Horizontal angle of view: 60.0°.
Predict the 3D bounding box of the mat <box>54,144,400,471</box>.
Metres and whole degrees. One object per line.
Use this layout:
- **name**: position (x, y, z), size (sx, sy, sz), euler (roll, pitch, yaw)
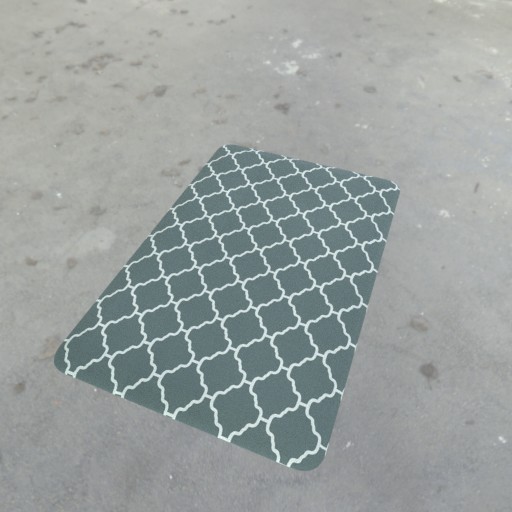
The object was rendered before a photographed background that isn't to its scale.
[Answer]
- **mat**: position (0.000, 0.000, 0.962), size (0.508, 0.021, 0.762), euler (16, 50, 15)
